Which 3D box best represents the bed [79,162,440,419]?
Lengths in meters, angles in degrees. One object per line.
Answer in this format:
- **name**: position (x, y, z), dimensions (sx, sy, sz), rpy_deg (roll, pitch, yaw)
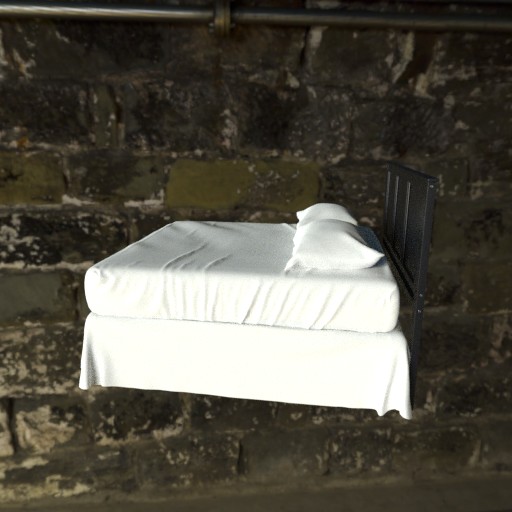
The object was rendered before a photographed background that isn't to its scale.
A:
- **bed**: position (0.000, 0.000, 3.205), dimensions (2.050, 1.270, 1.870), rpy_deg (2, 15, 9)
